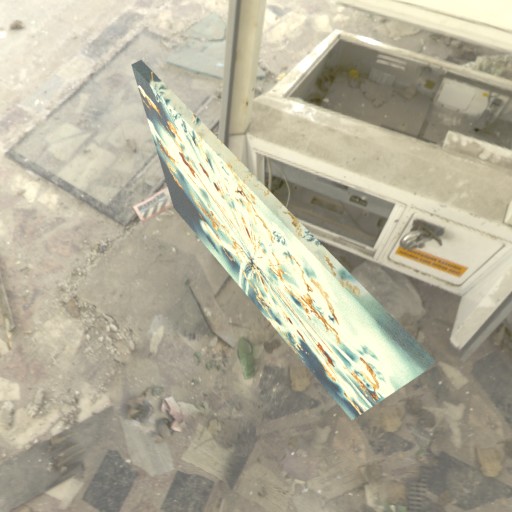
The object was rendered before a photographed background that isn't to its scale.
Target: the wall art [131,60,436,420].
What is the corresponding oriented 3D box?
[{"bbox_3d":[0.000,0.000,1.438,0.035,0.759,1.138,-35,68,-16],"label":"wall art"}]
